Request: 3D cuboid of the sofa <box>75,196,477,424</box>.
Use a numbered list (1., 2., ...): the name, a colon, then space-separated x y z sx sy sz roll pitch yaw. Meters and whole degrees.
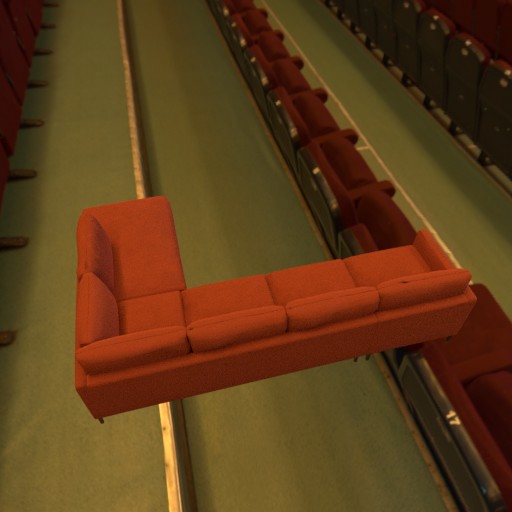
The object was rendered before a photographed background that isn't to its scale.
1. sofa: 0.000 0.000 3.567 2.736 0.757 1.879 -11 48 -10
